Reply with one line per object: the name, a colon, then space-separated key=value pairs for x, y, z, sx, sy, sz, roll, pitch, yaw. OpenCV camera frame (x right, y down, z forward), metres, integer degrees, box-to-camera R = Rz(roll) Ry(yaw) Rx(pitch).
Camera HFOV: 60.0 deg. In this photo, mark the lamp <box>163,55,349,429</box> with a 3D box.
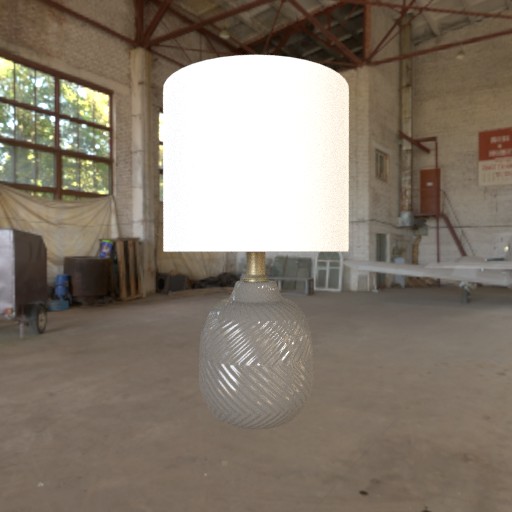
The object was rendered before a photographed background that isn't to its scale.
lamp: x=0.000 y=0.000 z=0.505 sx=0.207 sy=0.366 sz=0.207 roll=0 pitch=1 yaw=-36
